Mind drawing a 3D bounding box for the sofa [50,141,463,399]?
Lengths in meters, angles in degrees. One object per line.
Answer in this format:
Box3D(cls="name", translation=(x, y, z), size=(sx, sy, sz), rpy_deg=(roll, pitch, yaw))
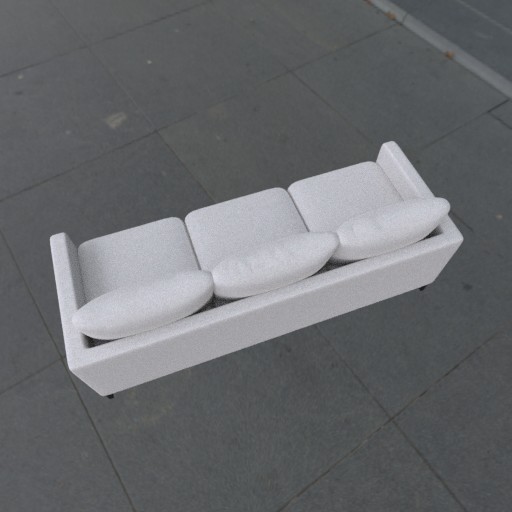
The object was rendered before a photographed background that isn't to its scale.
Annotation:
Box3D(cls="sofa", translation=(0.000, 0.000, 2.704), size=(2.218, 0.874, 0.859), rpy_deg=(-17, 61, -10))
